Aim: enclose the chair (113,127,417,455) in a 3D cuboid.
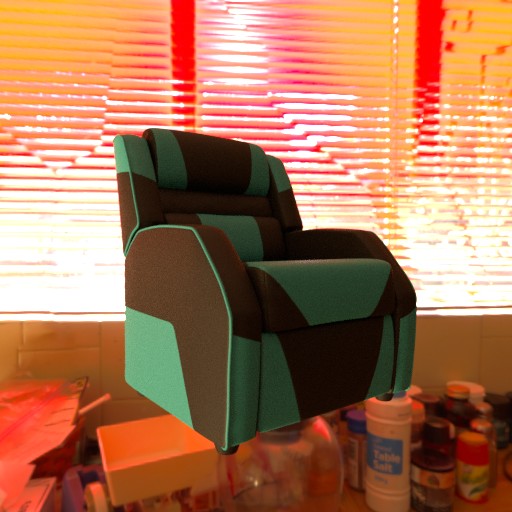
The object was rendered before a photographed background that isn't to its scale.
[{"bbox_3d":[0.000,0.000,1.284,0.620,0.805,0.672,-1,2,-36],"label":"chair"}]
